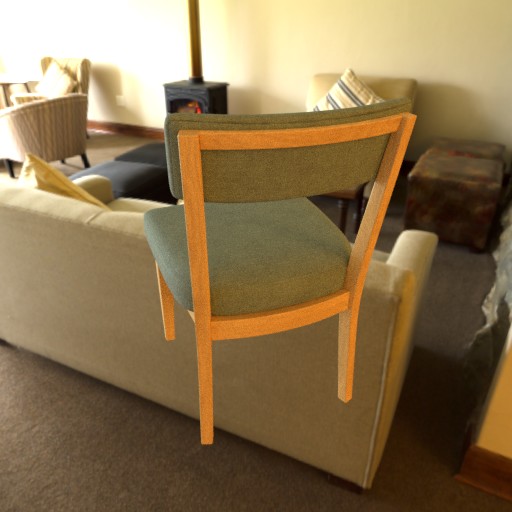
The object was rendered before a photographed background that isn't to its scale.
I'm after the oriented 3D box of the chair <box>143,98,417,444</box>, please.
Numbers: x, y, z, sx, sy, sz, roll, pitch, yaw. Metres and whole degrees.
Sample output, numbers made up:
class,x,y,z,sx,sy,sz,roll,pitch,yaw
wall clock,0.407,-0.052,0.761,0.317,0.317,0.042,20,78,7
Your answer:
class,x,y,z,sx,sy,sz,roll,pitch,yaw
chair,0.000,0.000,1.165,0.508,0.832,0.572,-10,30,-18
